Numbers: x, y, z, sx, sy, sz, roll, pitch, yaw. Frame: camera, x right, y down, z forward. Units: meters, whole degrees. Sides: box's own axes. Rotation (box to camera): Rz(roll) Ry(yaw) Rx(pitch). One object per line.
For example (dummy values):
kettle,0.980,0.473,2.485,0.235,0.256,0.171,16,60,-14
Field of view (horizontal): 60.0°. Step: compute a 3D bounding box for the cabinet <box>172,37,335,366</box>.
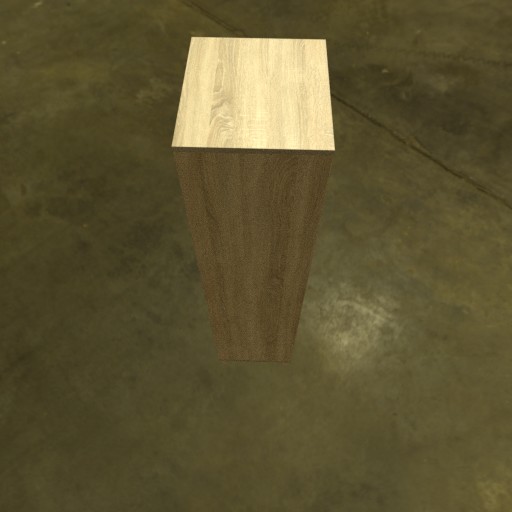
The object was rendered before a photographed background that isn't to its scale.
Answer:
cabinet,0.000,0.000,2.189,0.450,1.960,0.510,2,58,1
